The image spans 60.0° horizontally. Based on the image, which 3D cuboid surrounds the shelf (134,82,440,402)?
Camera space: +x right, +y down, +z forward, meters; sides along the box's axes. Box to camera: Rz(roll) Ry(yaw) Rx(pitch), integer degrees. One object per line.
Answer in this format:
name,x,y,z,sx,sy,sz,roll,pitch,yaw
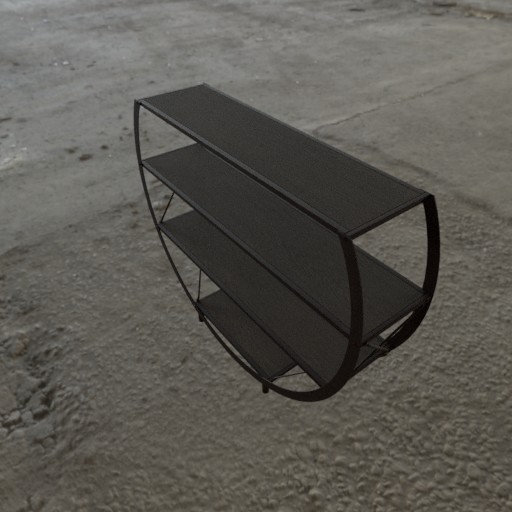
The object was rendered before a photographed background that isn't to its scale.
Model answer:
shelf,0.000,0.000,1.880,0.344,1.063,1.403,-26,46,-28
